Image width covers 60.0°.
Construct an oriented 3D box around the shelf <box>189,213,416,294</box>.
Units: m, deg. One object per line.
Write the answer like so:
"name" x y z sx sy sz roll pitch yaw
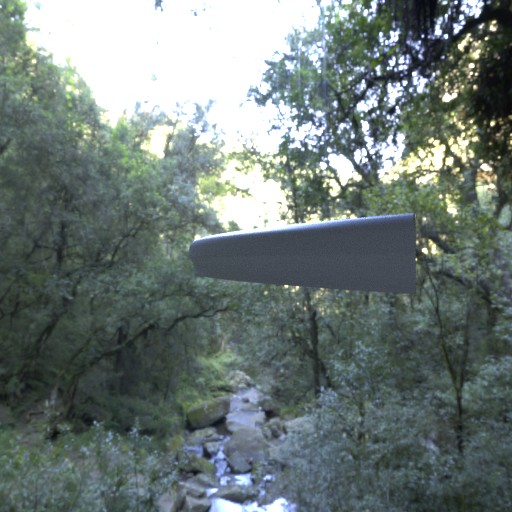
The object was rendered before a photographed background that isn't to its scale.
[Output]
"shelf" 0.000 0.000 0.457 0.310 0.050 0.310 0 -1 19
